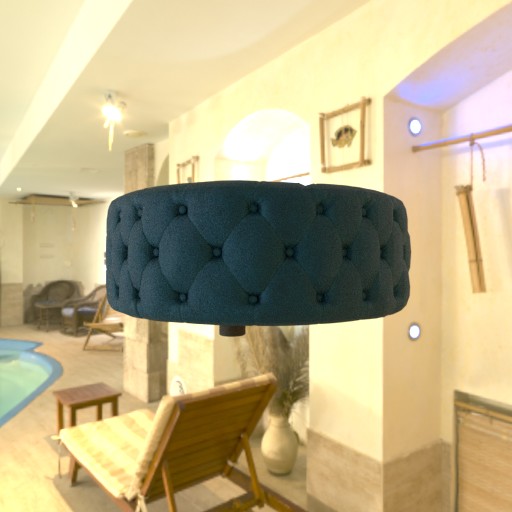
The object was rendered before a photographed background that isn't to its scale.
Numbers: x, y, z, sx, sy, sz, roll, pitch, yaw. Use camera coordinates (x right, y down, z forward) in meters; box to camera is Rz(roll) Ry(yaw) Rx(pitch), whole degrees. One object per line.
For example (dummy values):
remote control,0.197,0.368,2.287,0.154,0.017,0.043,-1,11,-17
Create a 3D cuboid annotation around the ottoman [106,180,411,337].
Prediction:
ottoman,0.000,0.000,1.533,0.998,0.398,0.998,0,0,0
